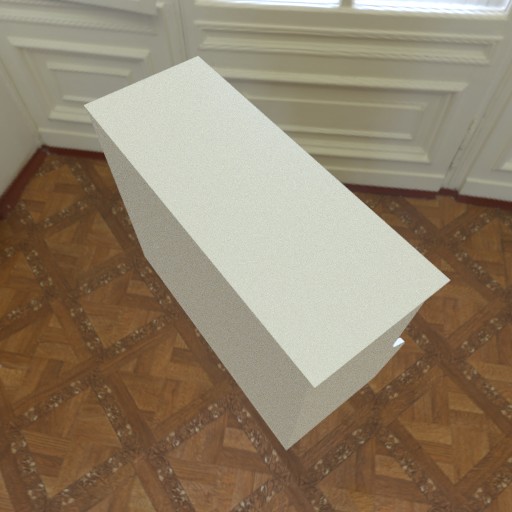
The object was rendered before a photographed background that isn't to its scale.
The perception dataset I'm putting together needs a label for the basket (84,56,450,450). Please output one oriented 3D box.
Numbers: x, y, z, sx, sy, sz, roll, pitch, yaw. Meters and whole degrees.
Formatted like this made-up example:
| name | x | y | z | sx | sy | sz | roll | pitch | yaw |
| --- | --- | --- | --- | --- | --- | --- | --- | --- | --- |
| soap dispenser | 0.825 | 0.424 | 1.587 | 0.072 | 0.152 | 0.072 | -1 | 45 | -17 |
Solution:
| name | x | y | z | sx | sy | sz | roll | pitch | yaw |
| --- | --- | --- | --- | --- | --- | --- | --- | --- | --- |
| basket | 0.000 | 0.000 | 1.153 | 0.376 | 0.625 | 0.792 | -32 | 63 | -19 |
